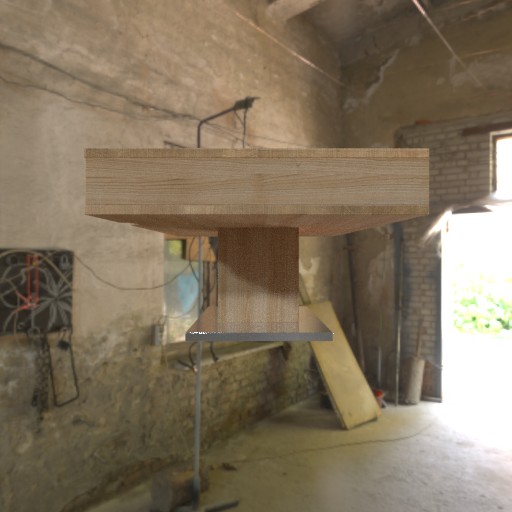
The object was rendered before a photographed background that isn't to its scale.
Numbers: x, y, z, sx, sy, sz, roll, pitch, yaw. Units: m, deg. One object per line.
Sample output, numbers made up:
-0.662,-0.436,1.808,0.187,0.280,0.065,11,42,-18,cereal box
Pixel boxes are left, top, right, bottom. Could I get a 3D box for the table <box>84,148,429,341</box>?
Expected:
0.000,0.000,1.447,0.700,0.440,1.100,0,0,0,table
